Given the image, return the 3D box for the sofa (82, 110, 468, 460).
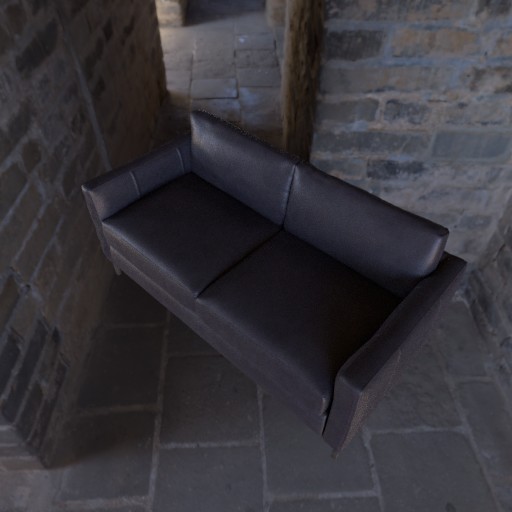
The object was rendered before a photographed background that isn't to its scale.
[{"bbox_3d":[0.000,0.000,2.312,1.805,0.883,0.947,31,53,27],"label":"sofa"}]
